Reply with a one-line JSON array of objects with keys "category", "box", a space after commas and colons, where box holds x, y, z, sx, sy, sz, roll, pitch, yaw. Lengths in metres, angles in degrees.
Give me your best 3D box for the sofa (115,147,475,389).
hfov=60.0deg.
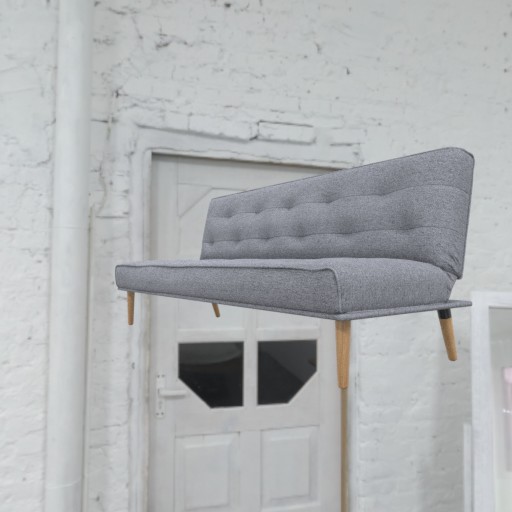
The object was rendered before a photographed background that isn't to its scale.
[{"category": "sofa", "box": [0.000, 0.000, 2.219, 0.810, 0.830, 1.820, 1, -1, -37]}]
